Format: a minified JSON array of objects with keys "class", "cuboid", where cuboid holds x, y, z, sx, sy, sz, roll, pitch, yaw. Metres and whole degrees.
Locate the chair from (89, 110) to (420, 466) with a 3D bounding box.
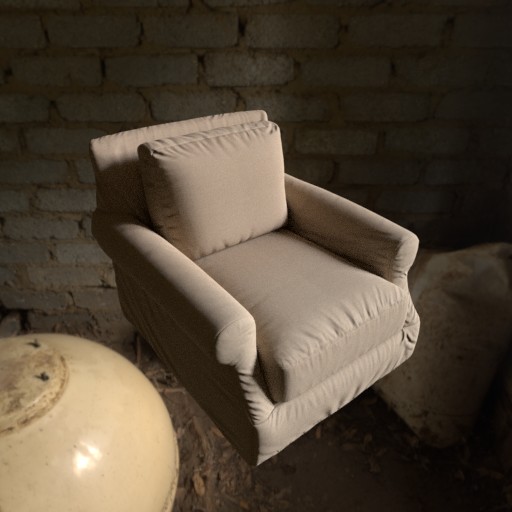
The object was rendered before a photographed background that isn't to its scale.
[{"class":"chair","cuboid":[0.000,0.000,1.723,0.940,0.866,1.066,-22,37,-32]}]
